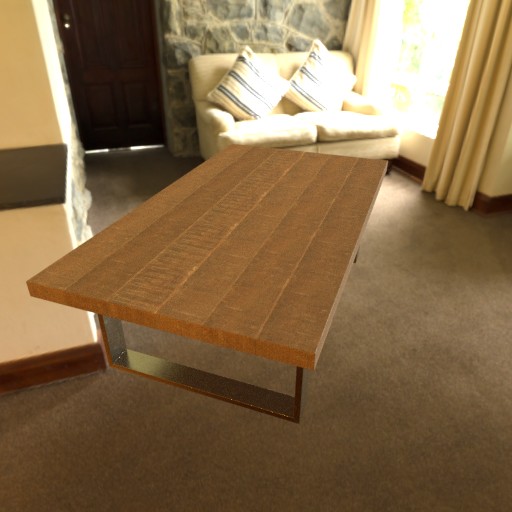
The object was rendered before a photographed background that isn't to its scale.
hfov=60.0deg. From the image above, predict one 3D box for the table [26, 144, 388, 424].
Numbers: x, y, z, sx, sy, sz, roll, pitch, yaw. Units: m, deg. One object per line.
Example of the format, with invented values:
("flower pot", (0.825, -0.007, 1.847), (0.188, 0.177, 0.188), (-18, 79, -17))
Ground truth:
("table", (0.000, 0.000, 1.749), (0.800, 0.440, 1.400), (11, 32, 18))
